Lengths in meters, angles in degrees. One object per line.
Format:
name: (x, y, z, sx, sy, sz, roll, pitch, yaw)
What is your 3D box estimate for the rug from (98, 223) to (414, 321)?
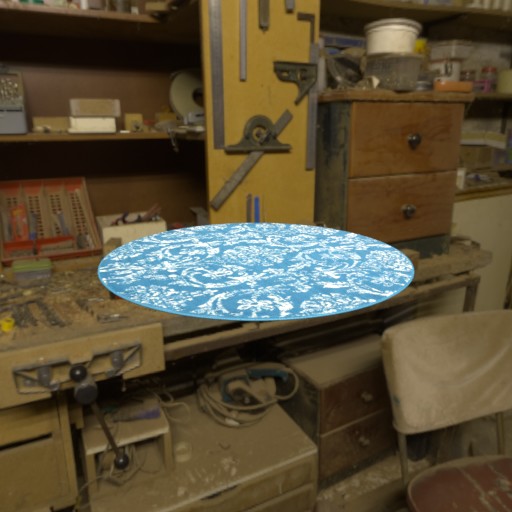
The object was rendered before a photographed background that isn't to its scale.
rug: (0.000, 0.000, 2.356, 1.593, 0.012, 1.593, 0, 17, 0)
